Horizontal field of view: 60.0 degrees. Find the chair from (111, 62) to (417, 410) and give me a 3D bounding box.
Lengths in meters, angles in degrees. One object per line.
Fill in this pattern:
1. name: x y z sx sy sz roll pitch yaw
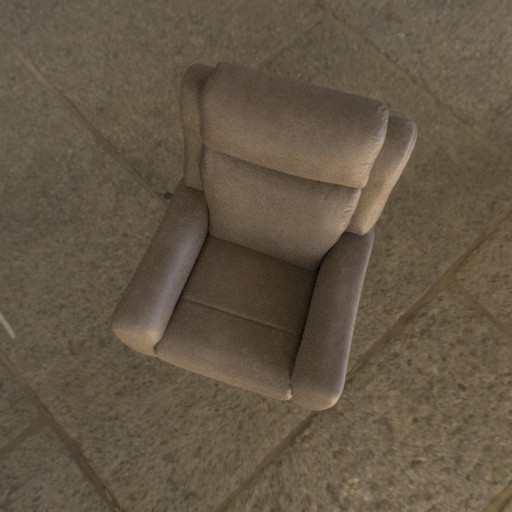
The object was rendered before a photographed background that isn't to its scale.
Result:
1. chair: 0.000 0.000 1.887 0.967 1.116 1.068 17 74 5
